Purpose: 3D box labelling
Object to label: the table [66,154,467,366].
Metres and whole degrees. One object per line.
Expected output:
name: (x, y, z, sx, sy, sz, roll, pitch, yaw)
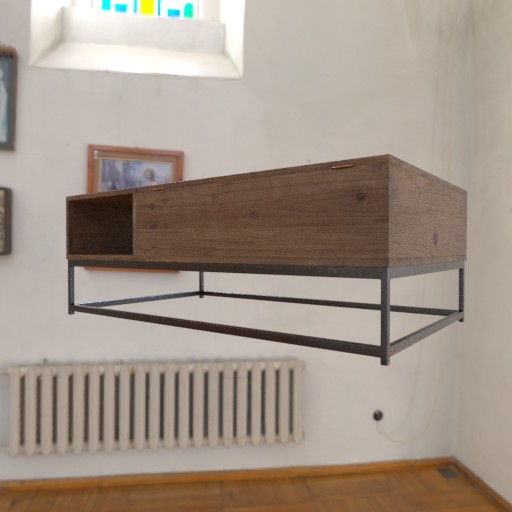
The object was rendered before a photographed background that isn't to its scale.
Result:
table: (0.000, 0.000, 1.408, 1.101, 0.395, 0.655, 1, 1, 37)
